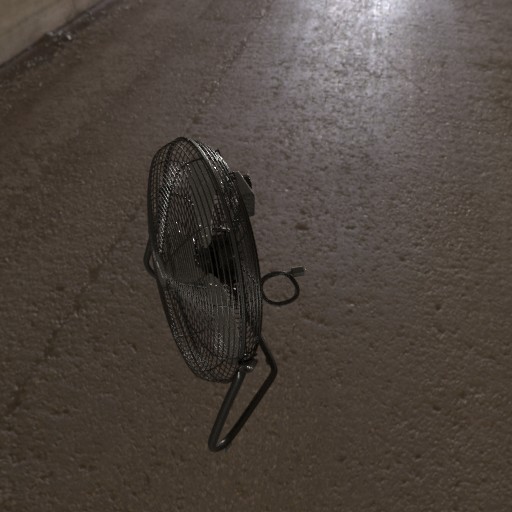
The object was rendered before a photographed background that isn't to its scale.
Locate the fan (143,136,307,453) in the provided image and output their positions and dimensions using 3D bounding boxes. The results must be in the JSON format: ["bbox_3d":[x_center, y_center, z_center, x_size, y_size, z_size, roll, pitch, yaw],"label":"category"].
[{"bbox_3d":[0.000,0.000,1.033,0.470,0.605,0.595,-17,49,-16],"label":"fan"}]
